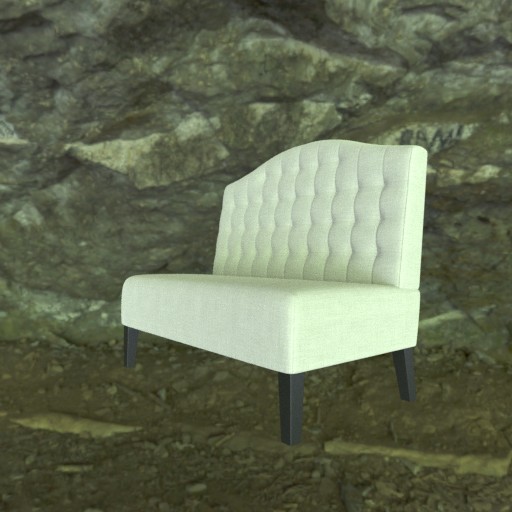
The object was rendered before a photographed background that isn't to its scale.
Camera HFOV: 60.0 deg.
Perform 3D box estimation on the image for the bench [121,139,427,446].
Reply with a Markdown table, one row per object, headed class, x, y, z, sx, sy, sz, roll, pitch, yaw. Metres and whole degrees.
| class | x | y | z | sx | sy | sz | roll | pitch | yaw |
| --- | --- | --- | --- | --- | --- | --- | --- | --- | --- |
| bench | 0.000 | 0.000 | 2.114 | 0.815 | 1.180 | 1.335 | 0 | 0 | -39 |
